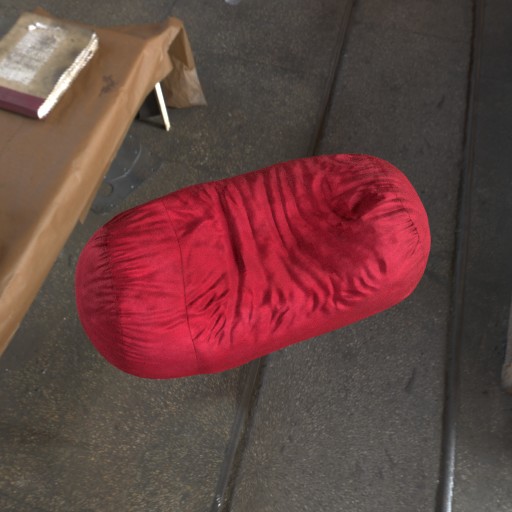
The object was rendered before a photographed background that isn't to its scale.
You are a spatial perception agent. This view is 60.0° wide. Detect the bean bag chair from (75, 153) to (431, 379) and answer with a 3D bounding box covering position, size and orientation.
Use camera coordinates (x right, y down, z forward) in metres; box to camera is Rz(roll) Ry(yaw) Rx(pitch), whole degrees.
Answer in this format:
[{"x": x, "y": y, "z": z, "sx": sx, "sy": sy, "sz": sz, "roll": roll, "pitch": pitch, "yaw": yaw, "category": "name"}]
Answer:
[{"x": 0.000, "y": 0.000, "z": 2.889, "sx": 2.293, "sy": 0.867, "sz": 1.216, "roll": -17, "pitch": 66, "yaw": -8, "category": "bean bag chair"}]
